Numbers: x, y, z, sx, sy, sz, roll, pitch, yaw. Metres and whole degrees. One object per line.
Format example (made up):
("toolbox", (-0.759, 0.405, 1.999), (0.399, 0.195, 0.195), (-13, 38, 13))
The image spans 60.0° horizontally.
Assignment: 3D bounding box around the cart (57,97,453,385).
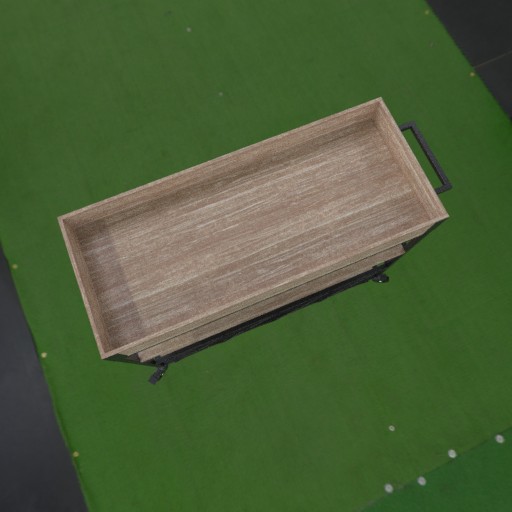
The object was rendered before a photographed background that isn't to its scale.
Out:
("cart", (0.000, 0.000, 1.554), (1.101, 0.787, 0.500), (-22, 75, -6))
